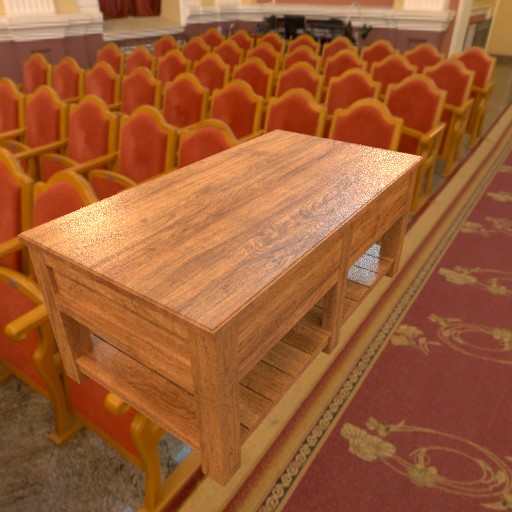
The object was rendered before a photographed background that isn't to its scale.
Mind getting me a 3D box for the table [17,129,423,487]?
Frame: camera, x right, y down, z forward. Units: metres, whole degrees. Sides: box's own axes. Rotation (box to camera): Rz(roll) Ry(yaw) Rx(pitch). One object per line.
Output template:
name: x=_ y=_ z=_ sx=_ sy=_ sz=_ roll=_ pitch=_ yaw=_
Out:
table: x=0.000 y=0.000 z=1.448 sx=0.635 sy=0.480 sz=1.150 roll=20 pitch=36 yaw=30
